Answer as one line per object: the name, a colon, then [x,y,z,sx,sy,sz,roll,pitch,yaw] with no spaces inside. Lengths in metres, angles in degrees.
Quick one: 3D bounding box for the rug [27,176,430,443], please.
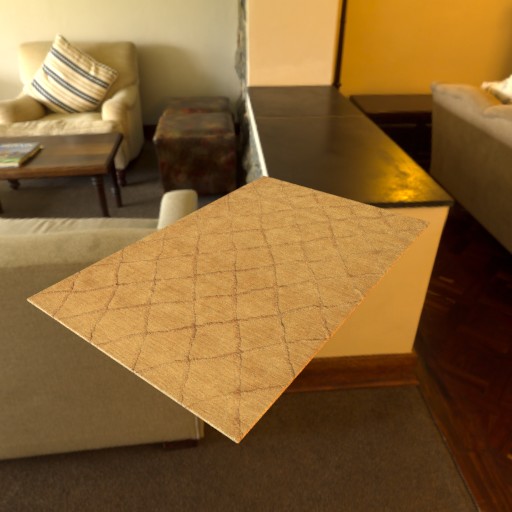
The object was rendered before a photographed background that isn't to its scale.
rug: [0.000,0.000,2.900,1.528,0.014,2.292,22,38,30]
